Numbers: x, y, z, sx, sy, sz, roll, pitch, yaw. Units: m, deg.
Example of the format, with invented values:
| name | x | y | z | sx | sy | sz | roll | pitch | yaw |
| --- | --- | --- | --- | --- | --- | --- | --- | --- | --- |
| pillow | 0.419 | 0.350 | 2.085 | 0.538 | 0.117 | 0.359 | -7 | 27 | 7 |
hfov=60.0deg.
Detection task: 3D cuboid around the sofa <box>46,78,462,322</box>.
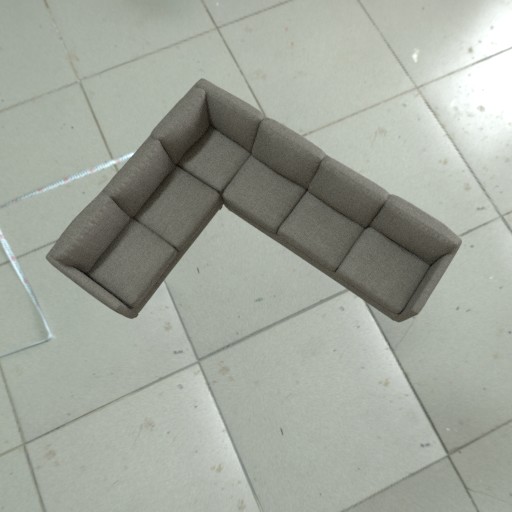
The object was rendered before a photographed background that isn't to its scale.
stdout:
| name | x | y | z | sx | sy | sz | roll | pitch | yaw |
| --- | --- | --- | --- | --- | --- | --- | --- | --- | --- |
| sofa | 0.000 | 0.000 | 4.582 | 3.302 | 0.947 | 2.593 | 34 | 77 | 9 |
